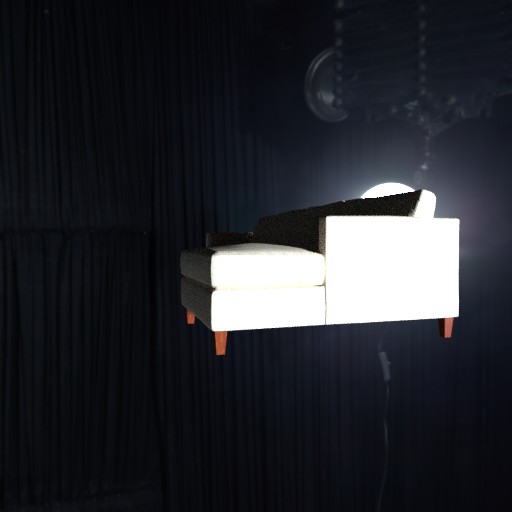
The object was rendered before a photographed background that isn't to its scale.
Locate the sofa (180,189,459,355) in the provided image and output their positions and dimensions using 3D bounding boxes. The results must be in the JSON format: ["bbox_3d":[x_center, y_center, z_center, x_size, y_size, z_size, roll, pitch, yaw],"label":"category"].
[{"bbox_3d":[0.000,0.000,4.158,1.603,0.954,3.471,0,2,-17],"label":"sofa"}]
